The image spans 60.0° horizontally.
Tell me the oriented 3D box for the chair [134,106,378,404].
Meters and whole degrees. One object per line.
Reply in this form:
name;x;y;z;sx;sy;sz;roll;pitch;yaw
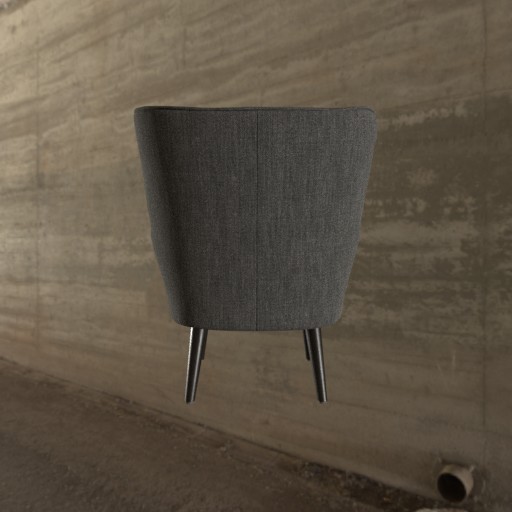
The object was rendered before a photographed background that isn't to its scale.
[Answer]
chair;0.000;0.000;1.613;0.781;0.933;0.888;0;0;0
